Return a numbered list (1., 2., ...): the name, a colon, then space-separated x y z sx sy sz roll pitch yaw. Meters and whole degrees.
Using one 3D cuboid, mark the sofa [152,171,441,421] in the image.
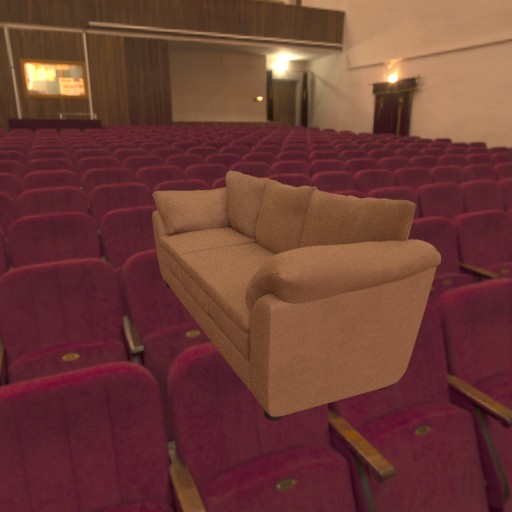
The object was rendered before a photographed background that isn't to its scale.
1. sofa: 0.000 0.000 2.878 0.893 0.981 2.377 -7 17 -23
